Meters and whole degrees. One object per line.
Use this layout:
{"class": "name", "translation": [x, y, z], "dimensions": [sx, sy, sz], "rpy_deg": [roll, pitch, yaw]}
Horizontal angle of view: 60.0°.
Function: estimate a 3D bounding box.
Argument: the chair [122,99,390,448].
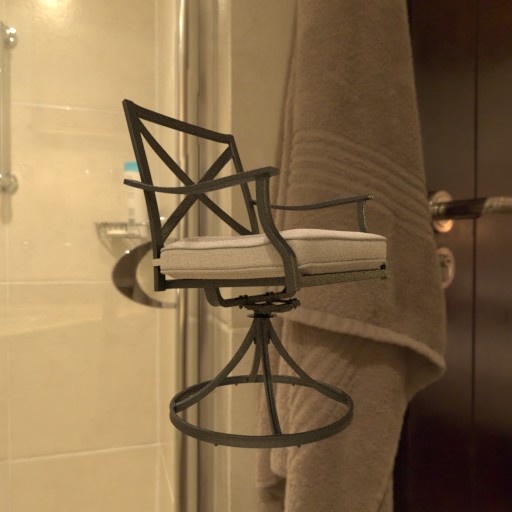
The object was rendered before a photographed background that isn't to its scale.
{"class": "chair", "translation": [0.000, 0.000, 1.285], "dimensions": [0.620, 0.889, 0.575], "rpy_deg": [0, 1, 36]}
